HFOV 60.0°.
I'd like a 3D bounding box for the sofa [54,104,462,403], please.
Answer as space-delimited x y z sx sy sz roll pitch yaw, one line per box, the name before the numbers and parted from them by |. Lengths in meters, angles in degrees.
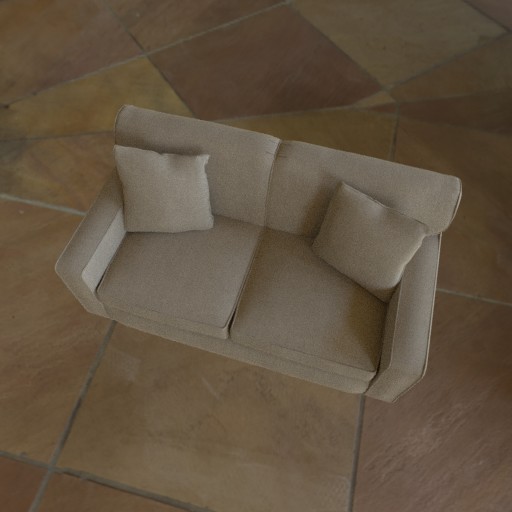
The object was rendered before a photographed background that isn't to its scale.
sofa | 0.000 0.000 2.428 1.846 0.958 0.998 15 60 9
